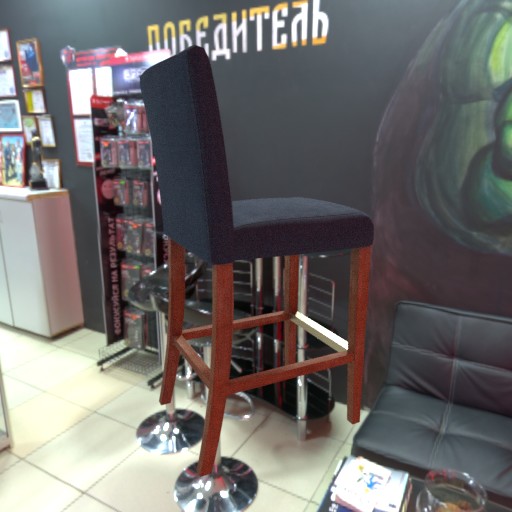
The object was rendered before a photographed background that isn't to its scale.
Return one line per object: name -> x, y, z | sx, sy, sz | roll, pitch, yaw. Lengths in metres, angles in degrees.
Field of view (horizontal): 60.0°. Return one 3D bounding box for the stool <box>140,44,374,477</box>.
stool -> 0.000, 0.000, 1.369 | 0.574, 1.088, 0.454 | -8, 17, -27
